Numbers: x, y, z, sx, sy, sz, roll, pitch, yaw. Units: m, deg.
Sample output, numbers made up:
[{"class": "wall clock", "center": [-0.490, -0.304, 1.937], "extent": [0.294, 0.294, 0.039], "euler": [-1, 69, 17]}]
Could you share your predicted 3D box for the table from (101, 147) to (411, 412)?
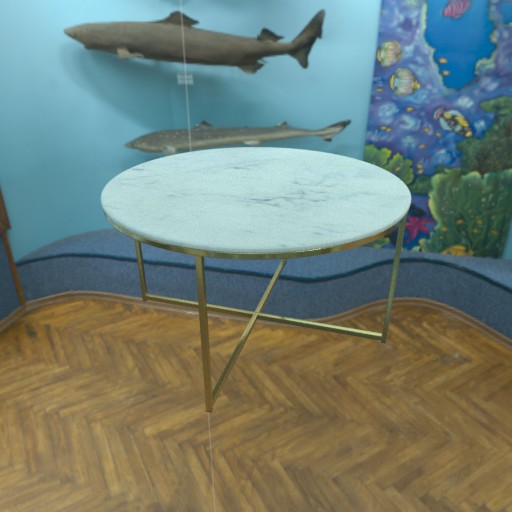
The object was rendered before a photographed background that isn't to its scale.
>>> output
[{"class": "table", "center": [0.000, 0.000, 1.296], "extent": [0.800, 0.450, 0.800], "euler": [0, 27, 0]}]
